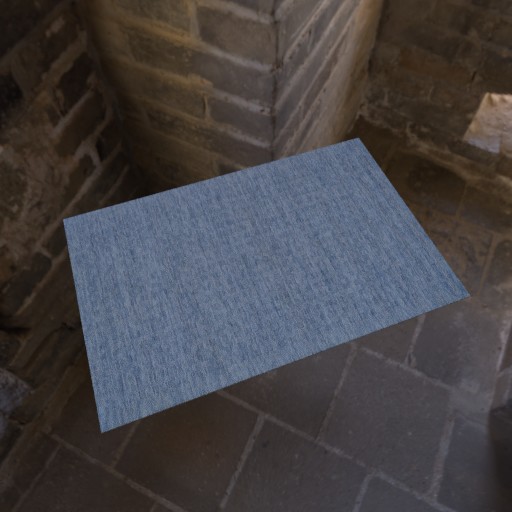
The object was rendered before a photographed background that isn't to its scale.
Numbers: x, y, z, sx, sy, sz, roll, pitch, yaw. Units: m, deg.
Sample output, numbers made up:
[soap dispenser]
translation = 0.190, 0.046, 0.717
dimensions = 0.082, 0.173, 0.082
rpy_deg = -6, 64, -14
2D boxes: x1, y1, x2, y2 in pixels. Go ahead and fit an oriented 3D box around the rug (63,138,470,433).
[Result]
[rug]
translation = 0.000, 0.000, 2.230
dimensions = 1.752, 0.006, 1.142
rpy_deg = -18, 60, -11
